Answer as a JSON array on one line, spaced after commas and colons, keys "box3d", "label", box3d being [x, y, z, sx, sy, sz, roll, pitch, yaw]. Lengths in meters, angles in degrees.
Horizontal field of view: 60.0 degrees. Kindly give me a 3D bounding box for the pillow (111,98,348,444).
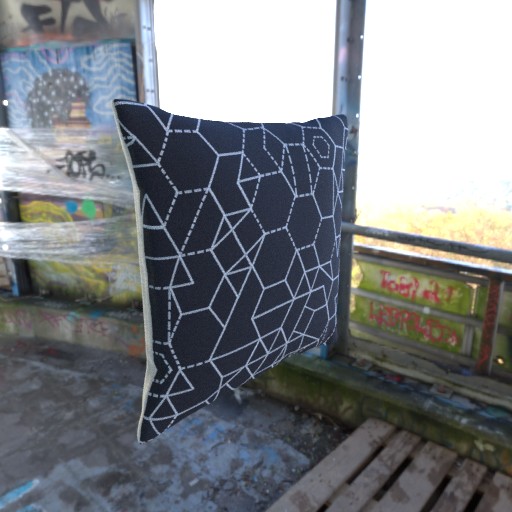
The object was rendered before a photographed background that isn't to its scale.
[{"box3d": [0.000, 0.000, 0.798, 0.158, 0.508, 0.517, 14, 21, 43], "label": "pillow"}]
